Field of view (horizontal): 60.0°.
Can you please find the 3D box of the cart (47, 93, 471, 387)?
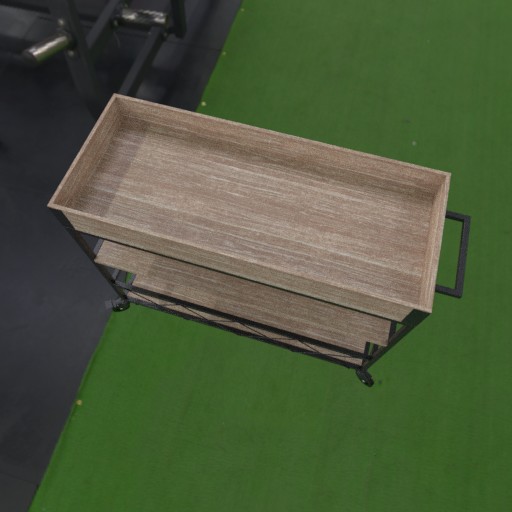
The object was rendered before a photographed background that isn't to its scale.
[{"bbox_3d":[0.000,0.000,1.489,1.101,0.787,0.500,15,65,7],"label":"cart"}]
